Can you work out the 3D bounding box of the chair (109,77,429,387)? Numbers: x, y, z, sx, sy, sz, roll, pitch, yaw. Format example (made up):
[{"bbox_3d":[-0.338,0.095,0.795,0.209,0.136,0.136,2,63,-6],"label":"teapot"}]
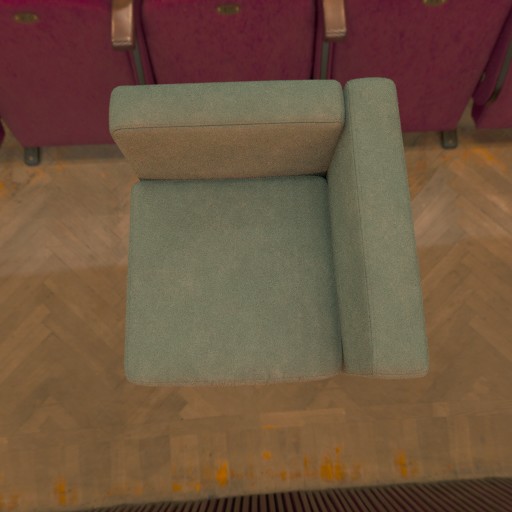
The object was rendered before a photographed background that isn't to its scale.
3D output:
[{"bbox_3d":[0.000,0.000,1.221,0.680,0.660,0.680,-2,76,-1],"label":"chair"}]
